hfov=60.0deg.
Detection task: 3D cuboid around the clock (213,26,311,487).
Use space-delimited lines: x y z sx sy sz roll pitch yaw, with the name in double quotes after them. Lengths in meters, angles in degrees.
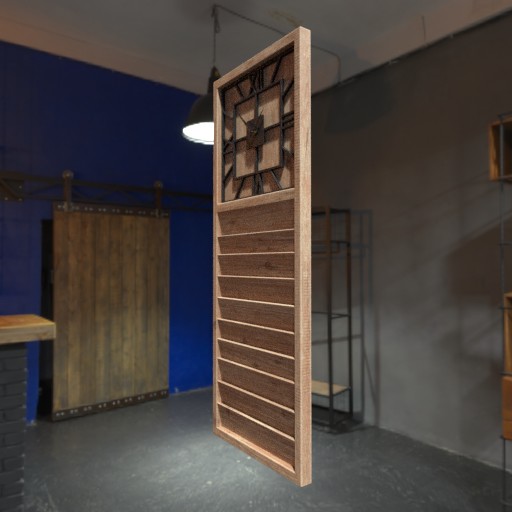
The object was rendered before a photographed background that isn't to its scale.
0.000 0.000 1.081 0.030 0.965 0.361 1 -1 -36 "clock"
